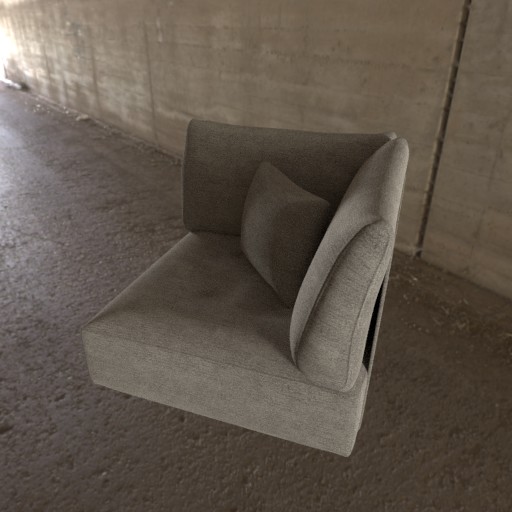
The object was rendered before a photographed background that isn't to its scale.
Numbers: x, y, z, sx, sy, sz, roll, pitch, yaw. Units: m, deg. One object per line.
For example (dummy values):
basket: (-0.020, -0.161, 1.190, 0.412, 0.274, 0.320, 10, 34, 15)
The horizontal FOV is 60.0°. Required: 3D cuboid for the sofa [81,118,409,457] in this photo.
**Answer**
sofa: (0.000, 0.000, 1.718, 1.000, 0.820, 1.000, 9, 30, 17)
